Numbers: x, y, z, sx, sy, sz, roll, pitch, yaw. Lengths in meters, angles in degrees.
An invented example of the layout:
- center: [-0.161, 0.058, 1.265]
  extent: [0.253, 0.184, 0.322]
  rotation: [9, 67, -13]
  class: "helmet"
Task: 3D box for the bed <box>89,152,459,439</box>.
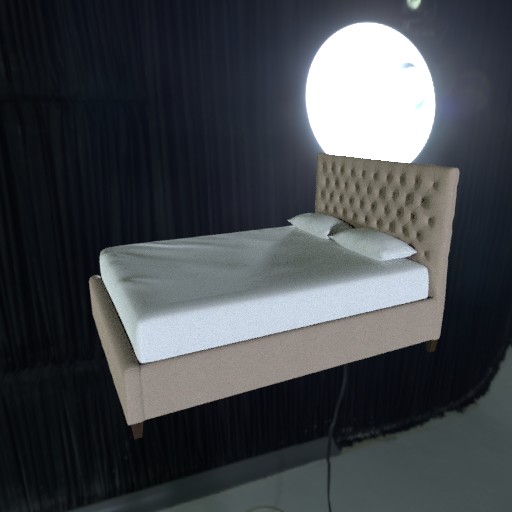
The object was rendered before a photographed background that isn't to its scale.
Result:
- center: [0.000, 0.000, 3.497]
  extent: [2.387, 1.427, 1.698]
  rotation: [-8, 19, -25]
  class: "bed"
